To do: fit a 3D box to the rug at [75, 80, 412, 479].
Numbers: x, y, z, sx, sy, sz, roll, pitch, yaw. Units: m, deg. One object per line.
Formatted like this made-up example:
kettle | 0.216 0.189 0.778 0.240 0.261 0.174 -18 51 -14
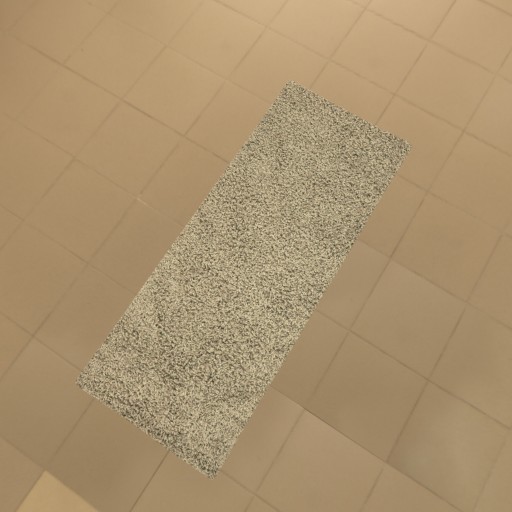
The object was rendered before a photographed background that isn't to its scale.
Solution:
rug | 0.000 0.000 1.746 0.609 0.030 1.524 31 77 8
